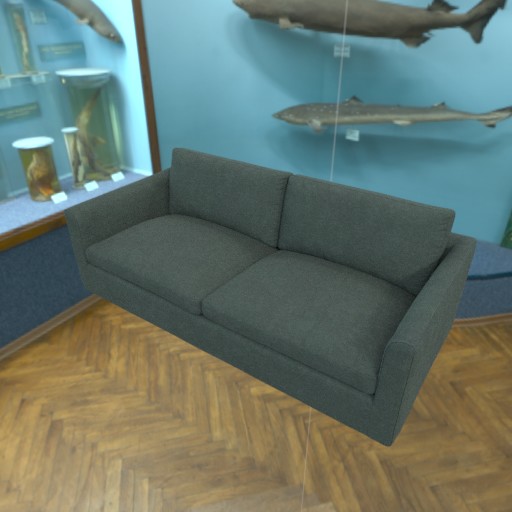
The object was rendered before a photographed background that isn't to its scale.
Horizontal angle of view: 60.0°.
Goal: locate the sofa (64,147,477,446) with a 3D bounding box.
[{"bbox_3d":[0.000,0.000,2.727,2.257,0.838,1.092,20,35,30],"label":"sofa"}]
